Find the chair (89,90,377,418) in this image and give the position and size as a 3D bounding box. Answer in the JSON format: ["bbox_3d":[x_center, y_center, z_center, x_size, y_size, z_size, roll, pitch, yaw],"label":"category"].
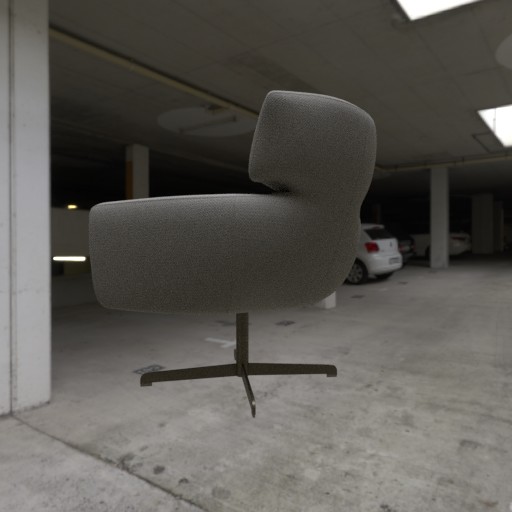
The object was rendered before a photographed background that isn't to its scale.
[{"bbox_3d":[0.000,0.000,1.397,0.730,0.810,0.760,0,0,37],"label":"chair"}]
